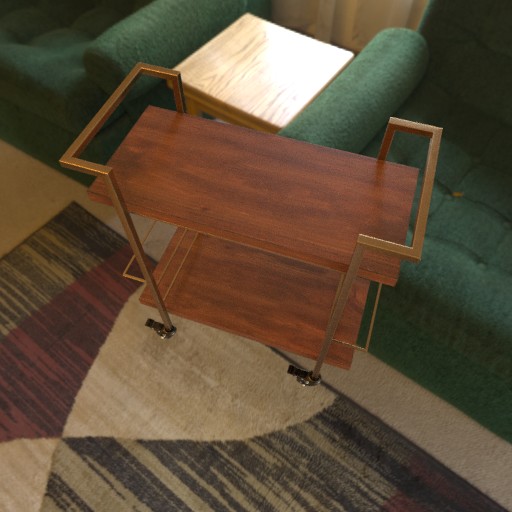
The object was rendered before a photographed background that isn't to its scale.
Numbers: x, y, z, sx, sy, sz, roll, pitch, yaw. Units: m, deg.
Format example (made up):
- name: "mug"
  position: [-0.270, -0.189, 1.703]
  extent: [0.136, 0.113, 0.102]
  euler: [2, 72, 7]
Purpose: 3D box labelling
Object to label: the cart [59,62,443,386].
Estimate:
- name: "cart"
  position: [0.000, 0.000, 1.208]
  extent: [0.695, 0.807, 0.364]
  euler: [16, 59, 10]
